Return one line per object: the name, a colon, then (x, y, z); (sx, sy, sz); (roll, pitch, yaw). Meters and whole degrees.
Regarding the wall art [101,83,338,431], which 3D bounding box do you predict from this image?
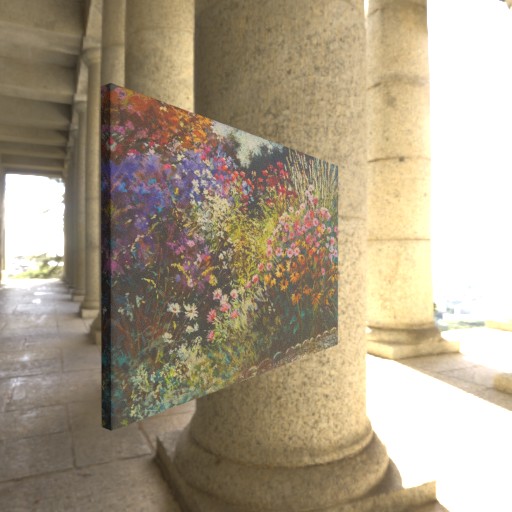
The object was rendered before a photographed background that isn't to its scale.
wall art: (0.000, 0.000, 1.438); (0.042, 0.760, 1.136); (0, 0, 36)
